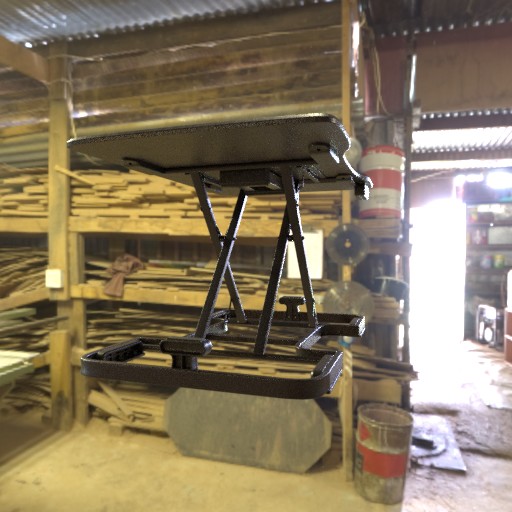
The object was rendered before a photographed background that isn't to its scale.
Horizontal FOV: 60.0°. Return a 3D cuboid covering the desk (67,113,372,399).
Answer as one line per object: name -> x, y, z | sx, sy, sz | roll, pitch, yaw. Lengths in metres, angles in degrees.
desk -> 0.000, 0.000, 1.167 | 0.546, 0.470, 0.820 | 0, 1, 19
